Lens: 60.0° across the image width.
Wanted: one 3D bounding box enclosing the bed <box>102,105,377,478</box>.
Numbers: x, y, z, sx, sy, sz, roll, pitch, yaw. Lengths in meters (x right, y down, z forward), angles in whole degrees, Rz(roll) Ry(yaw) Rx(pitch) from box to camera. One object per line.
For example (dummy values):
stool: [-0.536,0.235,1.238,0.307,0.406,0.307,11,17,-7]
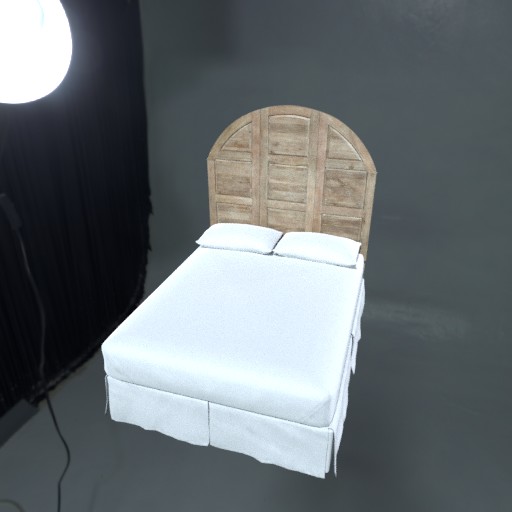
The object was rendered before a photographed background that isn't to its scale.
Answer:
bed: [0.000,0.000,3.484,1.713,2.002,2.112,8,27,16]
